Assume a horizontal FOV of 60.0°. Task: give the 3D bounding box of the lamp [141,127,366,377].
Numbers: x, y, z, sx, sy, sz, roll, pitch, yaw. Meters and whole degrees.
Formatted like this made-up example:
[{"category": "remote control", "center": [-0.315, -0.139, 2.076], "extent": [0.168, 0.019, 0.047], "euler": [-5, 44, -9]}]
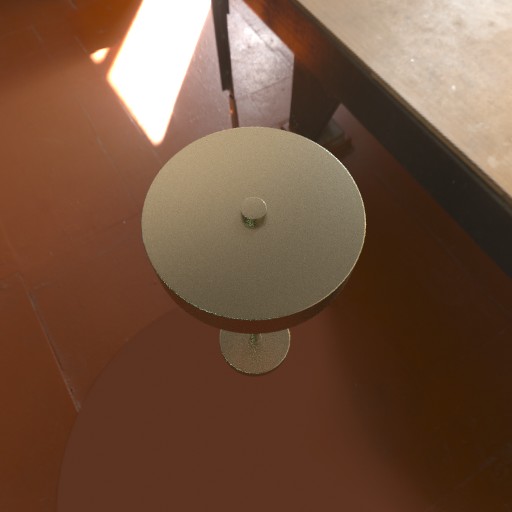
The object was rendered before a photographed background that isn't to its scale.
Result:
[{"category": "lamp", "center": [0.000, 0.000, 0.704], "extent": [0.229, 0.508, 0.369], "euler": [2, 64, 1]}]
